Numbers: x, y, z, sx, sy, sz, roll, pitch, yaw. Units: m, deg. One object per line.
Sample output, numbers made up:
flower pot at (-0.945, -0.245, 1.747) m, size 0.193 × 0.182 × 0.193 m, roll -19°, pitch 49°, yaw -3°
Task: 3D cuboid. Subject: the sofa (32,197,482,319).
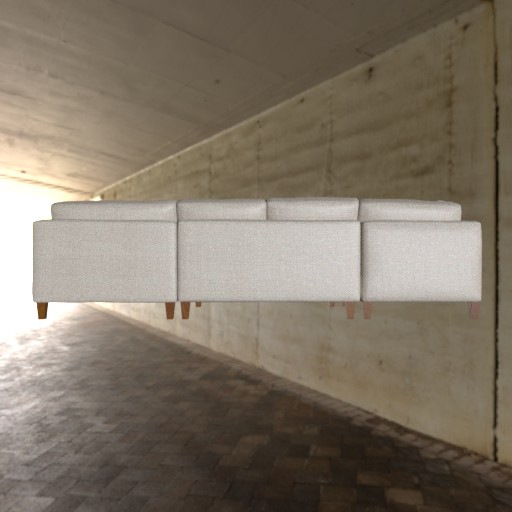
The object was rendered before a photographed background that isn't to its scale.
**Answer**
sofa at (0.000, 0.000, 4.626) m, size 3.460 × 0.961 × 2.594 m, roll 0°, pitch 0°, yaw 0°
